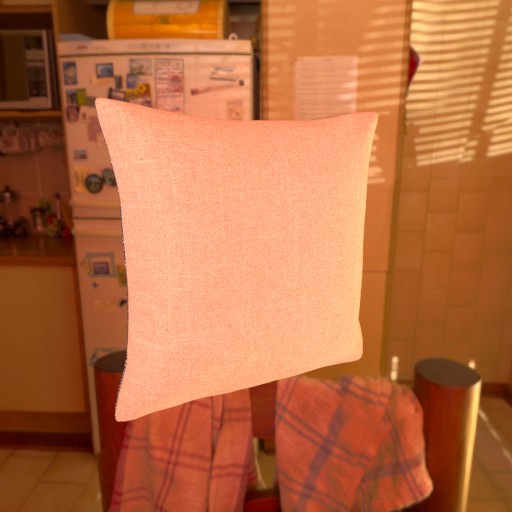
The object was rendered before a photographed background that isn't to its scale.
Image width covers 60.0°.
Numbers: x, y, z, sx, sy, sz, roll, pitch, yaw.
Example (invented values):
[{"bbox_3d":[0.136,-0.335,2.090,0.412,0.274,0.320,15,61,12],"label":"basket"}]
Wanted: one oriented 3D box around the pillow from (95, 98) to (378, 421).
[{"bbox_3d":[0.000,0.000,0.663,0.435,0.428,0.148,-7,14,-27],"label":"pillow"}]
